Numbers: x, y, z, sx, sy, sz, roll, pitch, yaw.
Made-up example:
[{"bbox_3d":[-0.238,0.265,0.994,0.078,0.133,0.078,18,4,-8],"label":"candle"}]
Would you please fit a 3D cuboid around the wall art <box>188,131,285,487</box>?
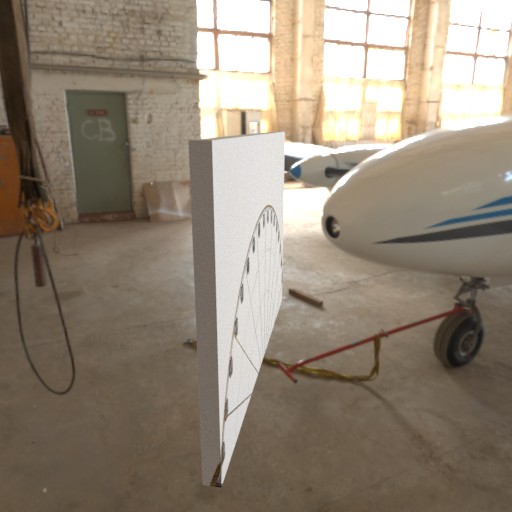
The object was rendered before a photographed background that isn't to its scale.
[{"bbox_3d":[0.000,0.000,1.133,0.038,0.601,0.898,3,17,10],"label":"wall art"}]
